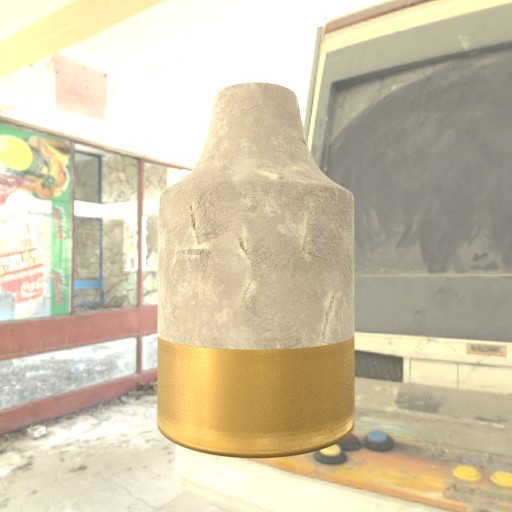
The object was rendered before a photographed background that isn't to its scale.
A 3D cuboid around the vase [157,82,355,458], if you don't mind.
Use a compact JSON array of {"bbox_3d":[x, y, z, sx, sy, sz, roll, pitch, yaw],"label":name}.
[{"bbox_3d":[0.000,0.000,0.425,0.184,0.305,0.184,0,-1,0],"label":"vase"}]
